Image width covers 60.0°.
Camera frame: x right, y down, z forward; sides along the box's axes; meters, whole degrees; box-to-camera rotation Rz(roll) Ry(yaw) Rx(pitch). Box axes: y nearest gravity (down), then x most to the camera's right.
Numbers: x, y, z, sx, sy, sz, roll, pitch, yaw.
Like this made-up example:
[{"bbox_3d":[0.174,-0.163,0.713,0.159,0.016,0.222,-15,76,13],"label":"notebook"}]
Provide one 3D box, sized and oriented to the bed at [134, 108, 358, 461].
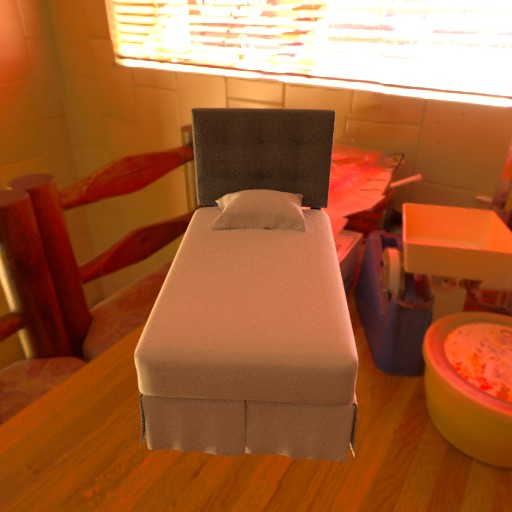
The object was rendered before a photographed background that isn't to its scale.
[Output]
[{"bbox_3d":[0.000,0.000,3.033,1.261,1.571,1.997,2,30,3],"label":"bed"}]
